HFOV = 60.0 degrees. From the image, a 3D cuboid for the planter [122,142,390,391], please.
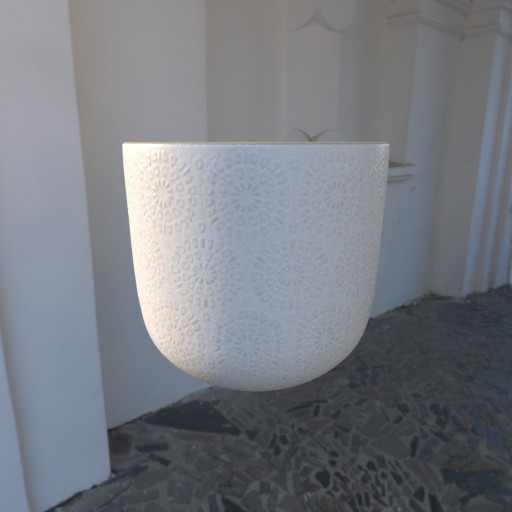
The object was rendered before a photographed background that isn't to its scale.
[{"bbox_3d":[0.000,0.000,0.382,0.208,0.190,0.208,0,14,0],"label":"planter"}]
